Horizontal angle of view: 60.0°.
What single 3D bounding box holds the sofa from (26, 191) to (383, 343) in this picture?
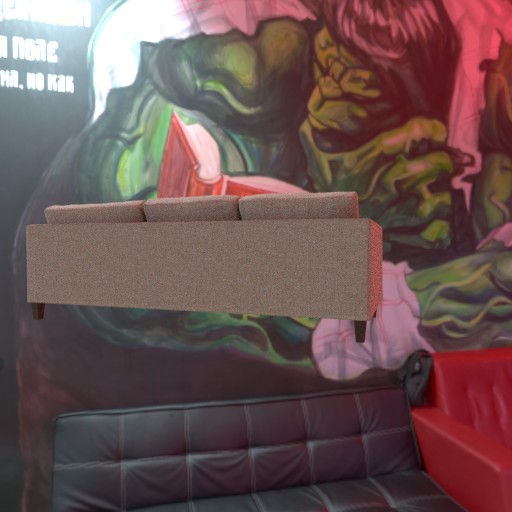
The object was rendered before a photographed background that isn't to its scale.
[{"bbox_3d":[0.000,0.000,4.279,2.432,0.863,3.182,1,2,19],"label":"sofa"}]
